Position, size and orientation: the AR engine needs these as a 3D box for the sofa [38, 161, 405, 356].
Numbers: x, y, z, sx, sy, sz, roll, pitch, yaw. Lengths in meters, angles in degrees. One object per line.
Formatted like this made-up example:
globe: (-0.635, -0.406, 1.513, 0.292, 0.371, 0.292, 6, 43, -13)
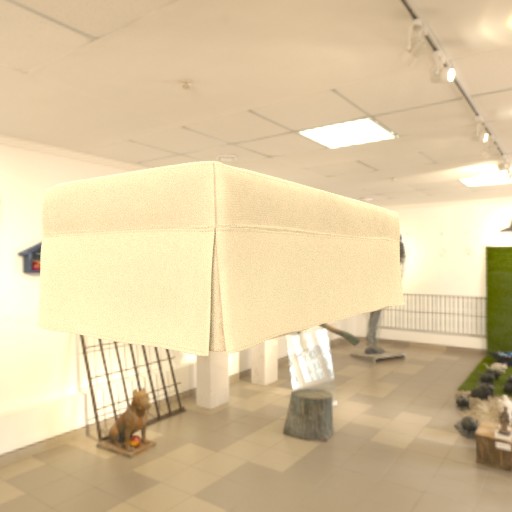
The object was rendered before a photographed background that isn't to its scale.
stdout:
sofa: (0.000, 0.000, 2.098, 0.939, 0.552, 1.677, 0, 0, 35)
